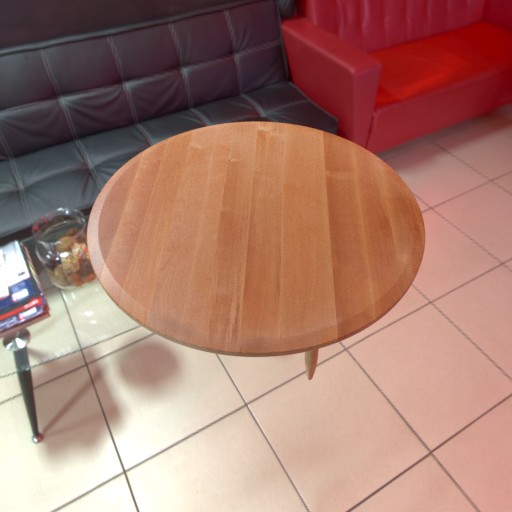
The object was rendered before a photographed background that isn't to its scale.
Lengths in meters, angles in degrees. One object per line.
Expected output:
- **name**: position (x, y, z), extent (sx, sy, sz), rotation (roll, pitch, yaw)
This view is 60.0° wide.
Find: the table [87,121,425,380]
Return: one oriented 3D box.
- **table**: position (0.000, 0.000, 1.358), extent (0.900, 0.400, 0.900), rotation (0, 47, 0)
